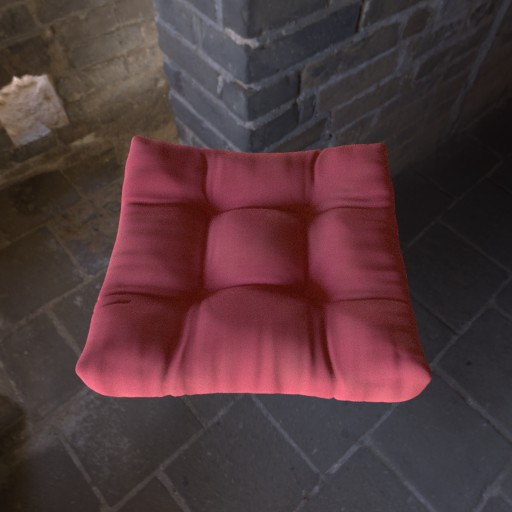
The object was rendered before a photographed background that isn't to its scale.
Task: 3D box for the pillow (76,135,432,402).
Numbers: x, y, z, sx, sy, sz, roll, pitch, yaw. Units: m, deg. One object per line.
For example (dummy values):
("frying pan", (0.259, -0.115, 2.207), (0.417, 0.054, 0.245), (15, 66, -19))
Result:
("pillow", (0.000, 0.000, 0.744), (0.490, 0.128, 0.468), (1, 59, 1))
